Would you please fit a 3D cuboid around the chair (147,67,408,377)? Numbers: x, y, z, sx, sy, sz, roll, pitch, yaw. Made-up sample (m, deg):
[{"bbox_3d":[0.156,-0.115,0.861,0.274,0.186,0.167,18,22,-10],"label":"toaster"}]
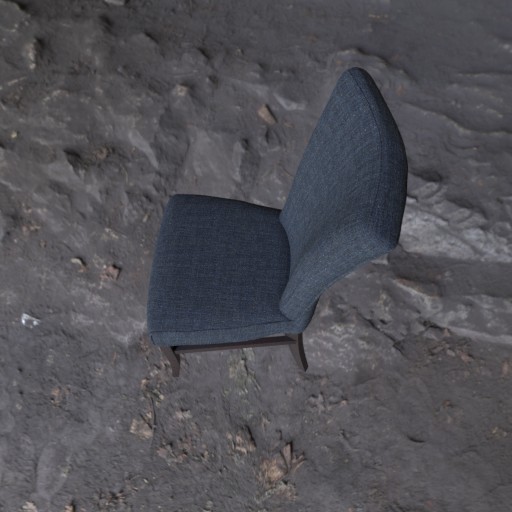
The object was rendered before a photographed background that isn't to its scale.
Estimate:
[{"bbox_3d":[0.000,0.000,1.367,0.660,0.991,0.520,2,59,1],"label":"chair"}]
